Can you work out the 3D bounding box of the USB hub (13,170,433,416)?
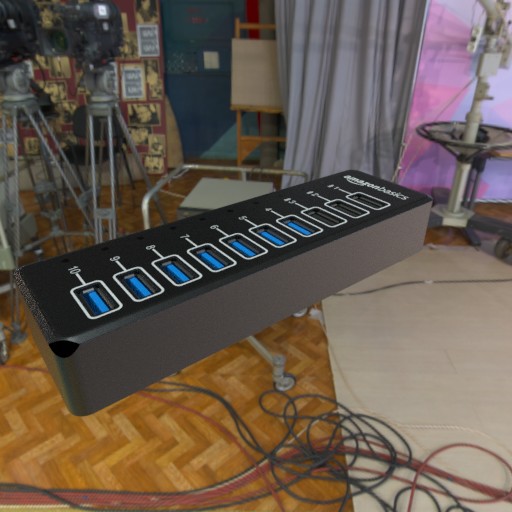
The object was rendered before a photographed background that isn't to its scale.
[{"bbox_3d":[0.000,0.000,0.155,0.145,0.023,0.044,-21,36,-32],"label":"USB hub"}]
